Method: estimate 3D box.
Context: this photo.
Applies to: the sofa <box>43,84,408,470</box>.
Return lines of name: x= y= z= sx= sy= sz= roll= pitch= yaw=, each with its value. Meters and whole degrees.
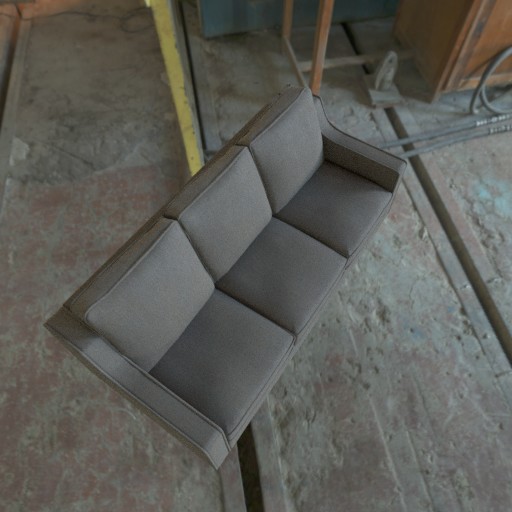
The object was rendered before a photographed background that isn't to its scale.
sofa: x=0.000 y=0.000 z=2.509 sx=0.911 sy=0.974 sz=1.986 roll=30 pitch=63 yaw=18
